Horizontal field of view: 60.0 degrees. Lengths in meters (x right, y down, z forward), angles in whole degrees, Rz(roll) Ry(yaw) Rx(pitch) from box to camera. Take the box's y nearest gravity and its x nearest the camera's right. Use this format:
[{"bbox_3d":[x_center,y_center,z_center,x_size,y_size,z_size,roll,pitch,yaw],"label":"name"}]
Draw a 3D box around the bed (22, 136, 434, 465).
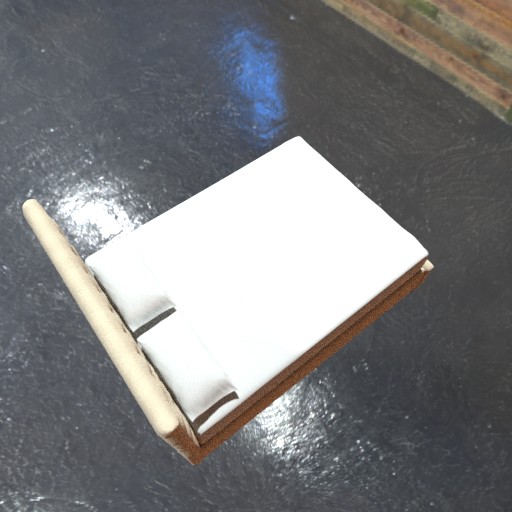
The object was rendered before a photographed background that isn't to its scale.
[{"bbox_3d":[0.000,0.000,3.334,2.387,1.427,1.698,-33,65,-18],"label":"bed"}]
